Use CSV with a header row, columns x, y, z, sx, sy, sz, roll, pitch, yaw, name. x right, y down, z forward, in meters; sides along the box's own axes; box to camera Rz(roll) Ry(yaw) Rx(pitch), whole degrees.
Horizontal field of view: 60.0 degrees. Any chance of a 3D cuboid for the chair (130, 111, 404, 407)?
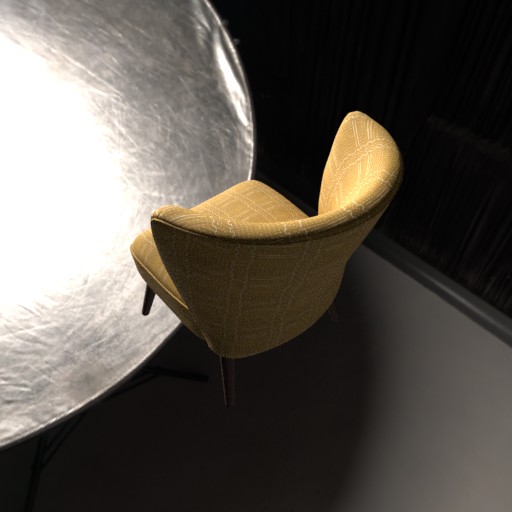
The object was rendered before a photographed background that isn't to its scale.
x,y,z,sx,sy,sz,roll,pitch,yaw,name
0.000,0.000,1.442,0.706,0.866,0.758,-32,54,-27,chair
